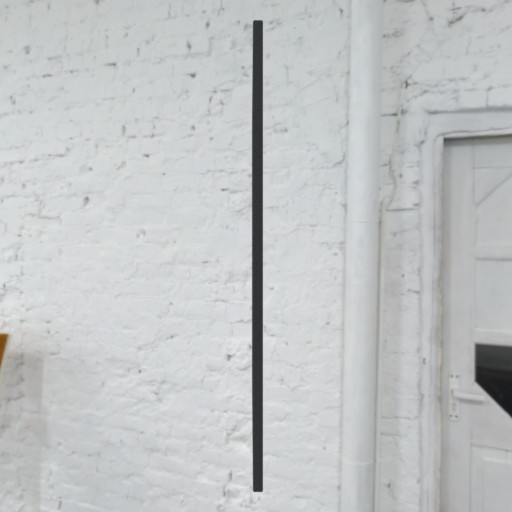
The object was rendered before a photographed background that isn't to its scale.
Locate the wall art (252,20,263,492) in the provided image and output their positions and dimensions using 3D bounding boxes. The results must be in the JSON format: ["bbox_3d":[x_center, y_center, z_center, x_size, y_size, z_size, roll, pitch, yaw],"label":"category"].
[{"bbox_3d":[0.000,0.000,0.683,0.012,0.529,0.374,0,0,-1],"label":"wall art"}]
